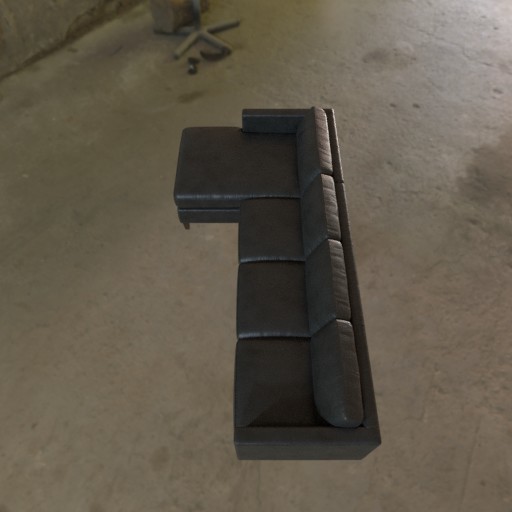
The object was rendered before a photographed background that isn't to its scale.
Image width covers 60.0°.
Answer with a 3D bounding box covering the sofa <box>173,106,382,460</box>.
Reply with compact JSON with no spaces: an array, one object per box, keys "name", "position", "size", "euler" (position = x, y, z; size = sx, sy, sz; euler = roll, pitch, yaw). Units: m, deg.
[{"name":"sofa","position":[0.000,0.000,3.887],"size":[1.581,0.883,3.203],"euler":[0,57,0]}]
